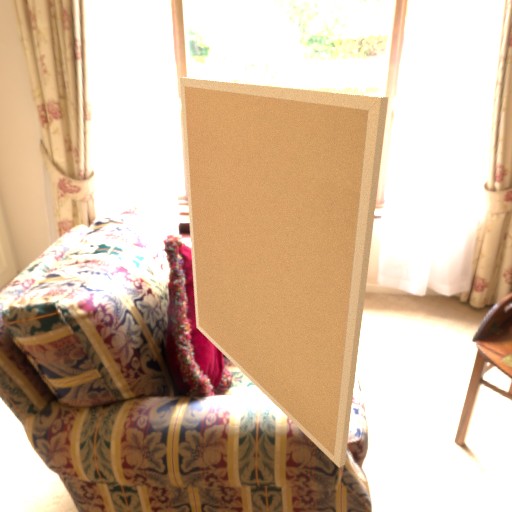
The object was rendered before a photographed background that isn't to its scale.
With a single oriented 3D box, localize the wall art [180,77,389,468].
[{"bbox_3d":[0.000,0.000,0.770,0.012,0.557,0.482,-16,29,-31],"label":"wall art"}]
